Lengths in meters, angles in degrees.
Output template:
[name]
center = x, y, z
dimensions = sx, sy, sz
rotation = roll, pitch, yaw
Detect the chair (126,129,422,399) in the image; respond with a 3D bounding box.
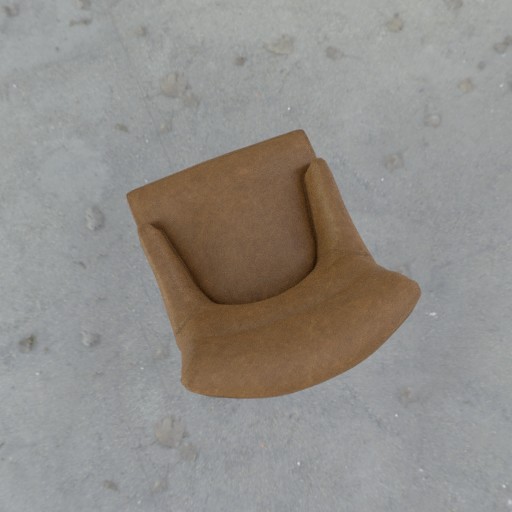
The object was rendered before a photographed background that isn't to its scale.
[chair]
center = 0.000, 0.000, 1.554
dimensions = 0.729, 0.869, 0.874
rotation = -21, 78, -5
